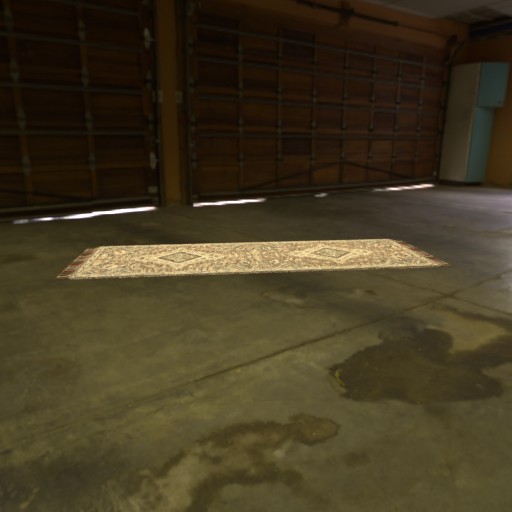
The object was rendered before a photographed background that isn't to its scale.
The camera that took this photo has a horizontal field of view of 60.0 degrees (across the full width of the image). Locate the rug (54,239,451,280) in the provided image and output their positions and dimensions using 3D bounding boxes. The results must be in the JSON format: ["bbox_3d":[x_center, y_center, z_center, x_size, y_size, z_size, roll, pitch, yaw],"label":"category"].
[{"bbox_3d":[0.000,0.000,2.863,2.378,0.018,1.324,2,15,9],"label":"rug"}]
